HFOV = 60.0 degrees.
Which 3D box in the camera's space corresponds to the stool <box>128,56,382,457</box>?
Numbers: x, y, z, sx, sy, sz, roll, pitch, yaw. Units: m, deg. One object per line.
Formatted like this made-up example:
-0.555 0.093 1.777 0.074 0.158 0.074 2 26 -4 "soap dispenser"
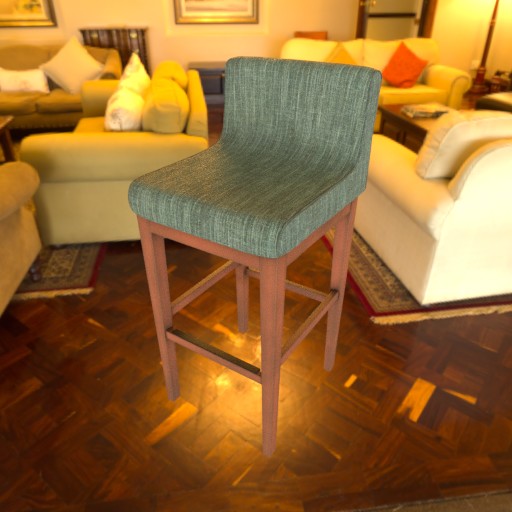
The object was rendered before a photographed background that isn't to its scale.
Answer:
0.000 0.000 1.233 0.426 0.965 0.499 18 35 28 "stool"
